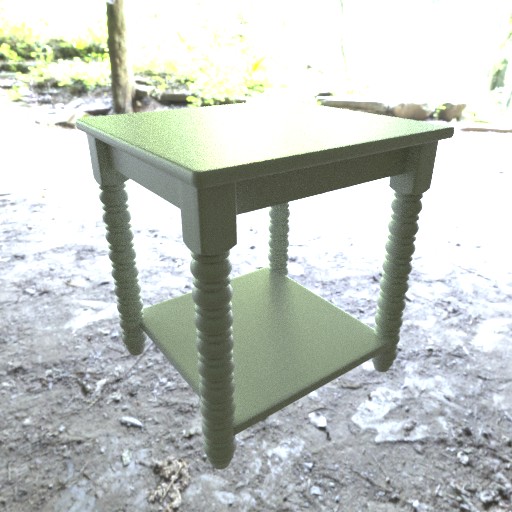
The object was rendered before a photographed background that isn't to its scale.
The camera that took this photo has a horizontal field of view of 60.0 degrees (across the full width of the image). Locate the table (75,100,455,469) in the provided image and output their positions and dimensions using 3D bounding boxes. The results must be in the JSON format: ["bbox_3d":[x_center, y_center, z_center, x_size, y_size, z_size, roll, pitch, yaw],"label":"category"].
[{"bbox_3d":[0.000,0.000,0.961,0.533,0.563,0.500,-18,31,-32],"label":"table"}]
